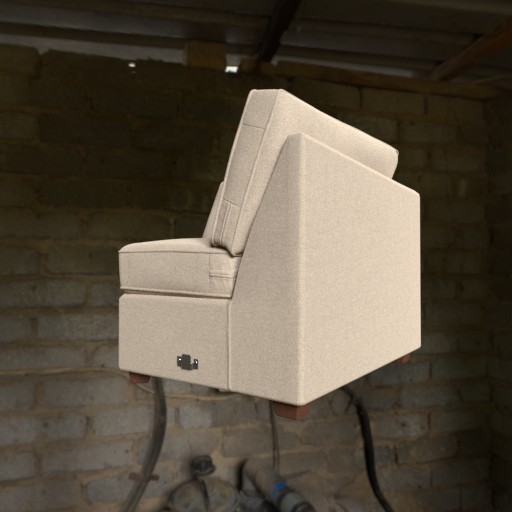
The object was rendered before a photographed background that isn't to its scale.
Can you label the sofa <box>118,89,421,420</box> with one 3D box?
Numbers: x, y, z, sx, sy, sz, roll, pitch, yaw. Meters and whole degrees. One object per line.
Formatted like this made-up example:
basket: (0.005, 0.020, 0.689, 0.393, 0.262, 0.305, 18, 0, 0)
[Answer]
sofa: (0.000, 0.000, 1.855, 1.050, 0.937, 1.042, -1, -1, 37)
